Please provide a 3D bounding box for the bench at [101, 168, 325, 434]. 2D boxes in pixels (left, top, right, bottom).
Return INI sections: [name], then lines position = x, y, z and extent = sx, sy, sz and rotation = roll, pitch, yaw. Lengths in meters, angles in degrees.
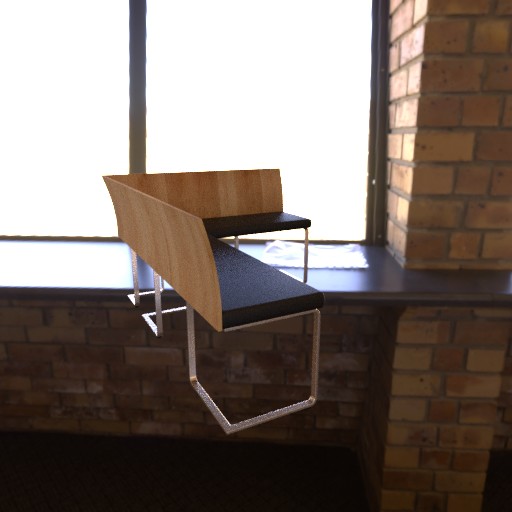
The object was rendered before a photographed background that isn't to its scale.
[bench]
position = 0.000, 0.000, 2.823
extent = 1.495, 0.930, 1.945
rotation = -8, 17, -27
